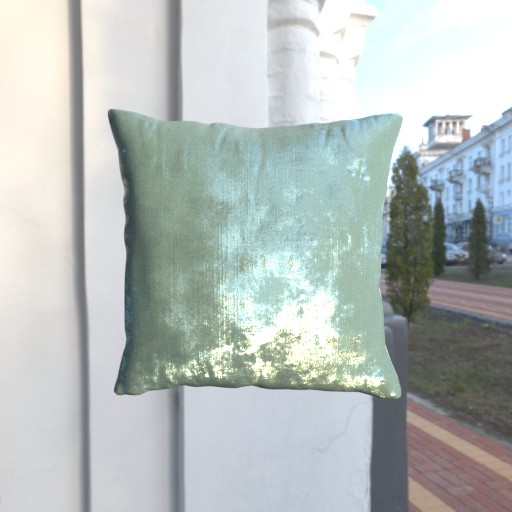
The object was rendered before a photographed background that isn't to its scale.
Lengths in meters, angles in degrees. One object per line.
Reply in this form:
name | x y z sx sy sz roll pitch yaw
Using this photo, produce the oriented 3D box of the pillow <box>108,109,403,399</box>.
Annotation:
pillow | 0.000 0.000 0.714 0.470 0.464 0.175 0 2 0
